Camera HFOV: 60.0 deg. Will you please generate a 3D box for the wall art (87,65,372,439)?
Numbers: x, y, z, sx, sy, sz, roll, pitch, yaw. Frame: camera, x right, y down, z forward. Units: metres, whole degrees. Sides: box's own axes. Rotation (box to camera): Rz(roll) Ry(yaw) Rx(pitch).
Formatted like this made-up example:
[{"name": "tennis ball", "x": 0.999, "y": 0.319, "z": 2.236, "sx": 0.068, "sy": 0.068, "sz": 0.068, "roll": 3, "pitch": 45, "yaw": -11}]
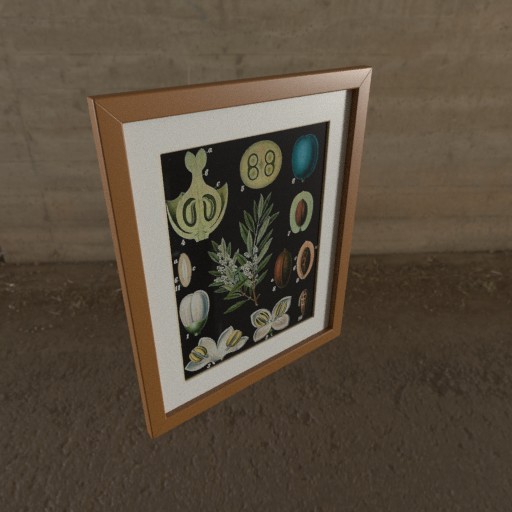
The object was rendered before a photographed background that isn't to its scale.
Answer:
[{"name": "wall art", "x": 0.000, "y": 0.000, "z": 0.732, "sx": 0.449, "sy": 0.550, "sz": 0.021, "roll": -20, "pitch": 36, "yaw": -31}]
